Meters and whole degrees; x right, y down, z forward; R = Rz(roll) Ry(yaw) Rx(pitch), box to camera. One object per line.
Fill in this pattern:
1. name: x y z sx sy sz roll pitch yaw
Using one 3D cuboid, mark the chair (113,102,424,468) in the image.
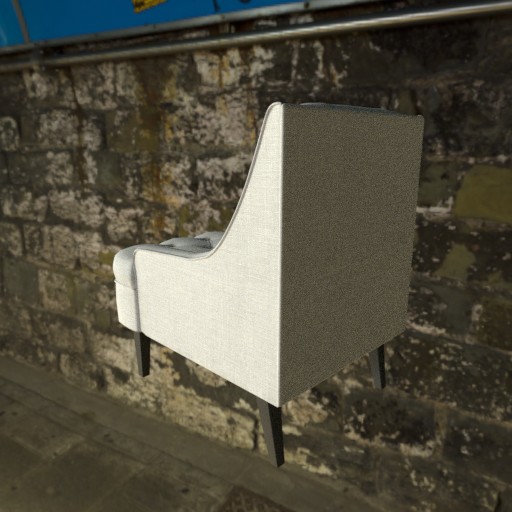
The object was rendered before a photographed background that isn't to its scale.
1. chair: 0.000 0.000 1.445 0.772 0.891 0.658 14 20 43
